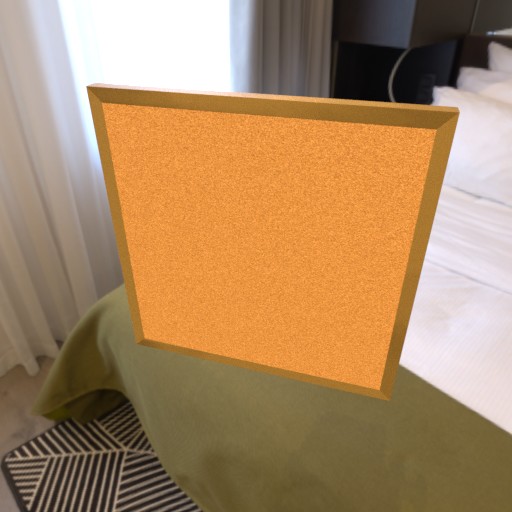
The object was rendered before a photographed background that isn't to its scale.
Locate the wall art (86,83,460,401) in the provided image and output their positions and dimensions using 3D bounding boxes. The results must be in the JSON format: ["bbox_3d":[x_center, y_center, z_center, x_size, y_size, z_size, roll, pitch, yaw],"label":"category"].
[{"bbox_3d":[0.000,0.000,1.094,0.762,0.762,0.038,9,34,14],"label":"wall art"}]
